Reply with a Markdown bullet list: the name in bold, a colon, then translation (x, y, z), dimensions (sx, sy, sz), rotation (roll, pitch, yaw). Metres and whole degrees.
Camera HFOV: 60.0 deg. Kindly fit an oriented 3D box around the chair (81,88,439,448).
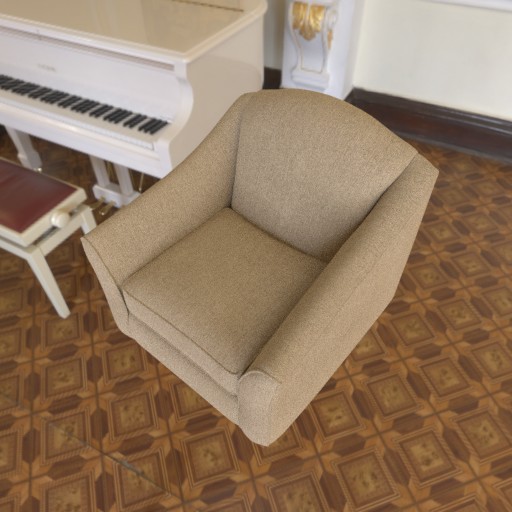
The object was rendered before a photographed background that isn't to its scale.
- **chair**: translation (0.000, 0.000, 1.458), dimensions (0.763, 0.839, 0.787), rotation (31, 53, 26)
